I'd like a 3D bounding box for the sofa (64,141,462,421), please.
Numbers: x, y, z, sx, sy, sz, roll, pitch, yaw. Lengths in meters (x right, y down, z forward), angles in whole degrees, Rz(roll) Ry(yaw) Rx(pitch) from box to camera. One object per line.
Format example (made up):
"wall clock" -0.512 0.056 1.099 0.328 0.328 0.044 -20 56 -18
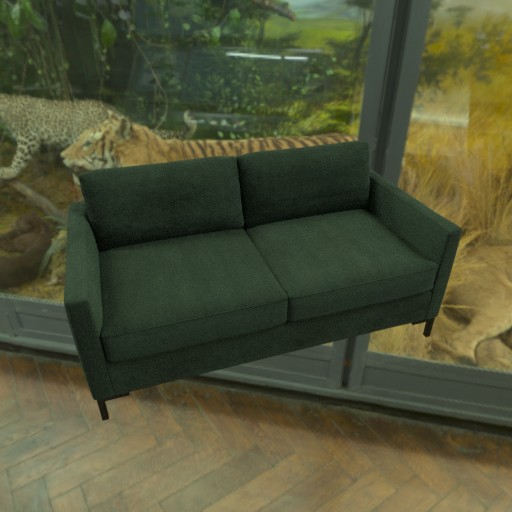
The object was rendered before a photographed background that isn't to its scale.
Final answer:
"sofa" 0.000 0.000 2.157 1.676 0.817 0.875 -10 33 -16
